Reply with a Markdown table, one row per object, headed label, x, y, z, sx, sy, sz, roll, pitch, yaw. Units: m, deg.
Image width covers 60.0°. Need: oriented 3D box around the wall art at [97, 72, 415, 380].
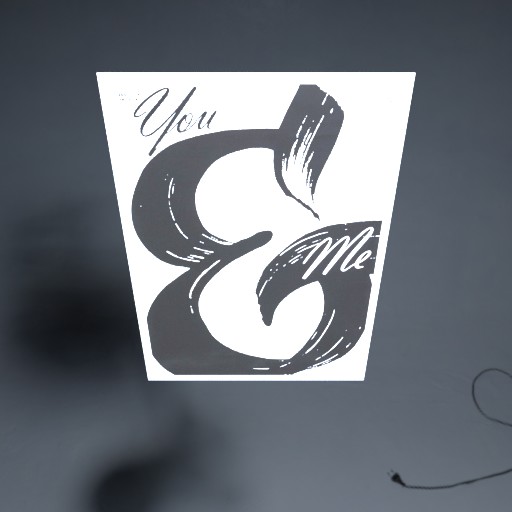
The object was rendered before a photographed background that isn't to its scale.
| label | x | y | z | sx | sy | sz | roll | pitch | yaw |
| --- | --- | --- | --- | --- | --- | --- | --- | --- | --- |
| wall art | 0.000 | 0.000 | 0.790 | 0.457 | 0.609 | 0.003 | 0 | 30 | 0 |
